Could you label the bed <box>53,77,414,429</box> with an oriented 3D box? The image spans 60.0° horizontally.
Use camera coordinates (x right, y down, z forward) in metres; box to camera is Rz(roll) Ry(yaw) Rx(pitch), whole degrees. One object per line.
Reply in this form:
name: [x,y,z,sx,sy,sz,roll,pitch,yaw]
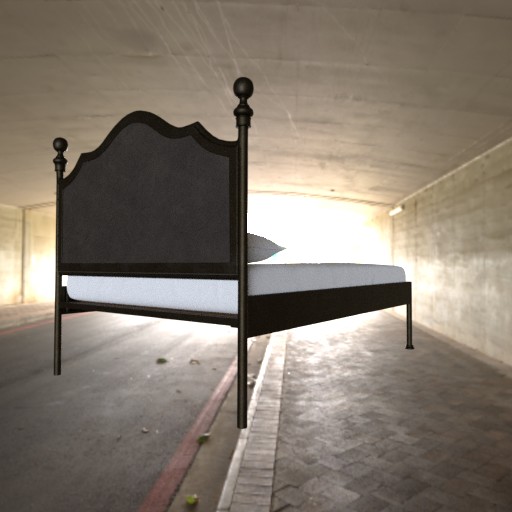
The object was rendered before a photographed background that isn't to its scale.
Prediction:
bed: [0.000,0.000,3.111,1.533,1.462,2.170,-1,-1,37]
